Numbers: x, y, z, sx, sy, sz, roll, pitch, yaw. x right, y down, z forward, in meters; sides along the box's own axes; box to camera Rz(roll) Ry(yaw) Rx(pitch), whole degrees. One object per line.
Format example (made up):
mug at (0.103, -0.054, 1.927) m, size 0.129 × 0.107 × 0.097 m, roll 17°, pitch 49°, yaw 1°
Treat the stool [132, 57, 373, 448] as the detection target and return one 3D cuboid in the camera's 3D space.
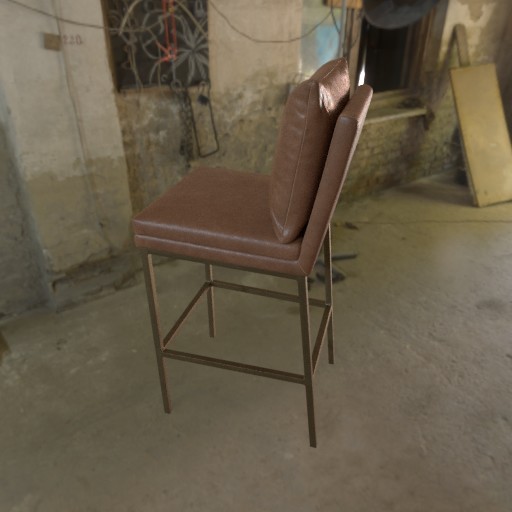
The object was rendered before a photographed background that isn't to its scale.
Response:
stool at (0.000, 0.000, 1.400) m, size 0.571 × 1.124 × 0.463 m, roll 9°, pitch 31°, yaw 14°
